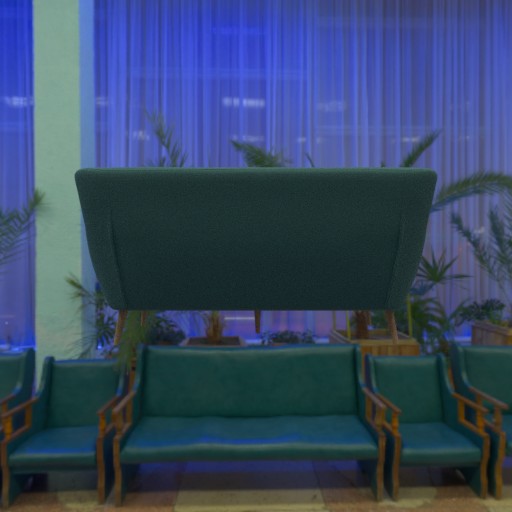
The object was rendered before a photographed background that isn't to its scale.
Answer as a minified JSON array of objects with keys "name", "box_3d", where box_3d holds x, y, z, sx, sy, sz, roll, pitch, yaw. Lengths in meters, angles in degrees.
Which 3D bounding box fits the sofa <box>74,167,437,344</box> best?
[{"name":"sofa","box_3d":[0.000,0.000,2.499,1.930,0.890,0.889,0,0,0]}]
